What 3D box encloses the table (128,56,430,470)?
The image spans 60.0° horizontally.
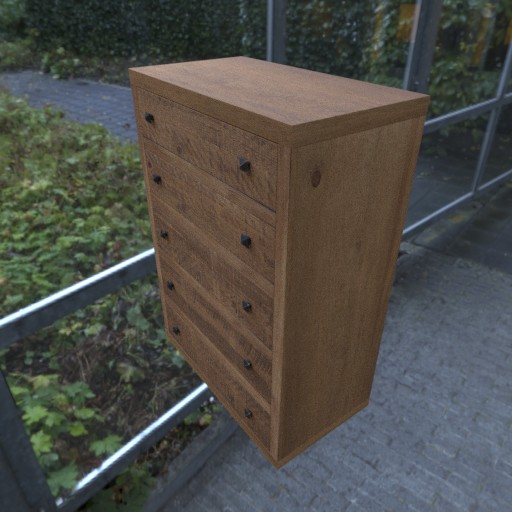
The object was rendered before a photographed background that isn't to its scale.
[{"bbox_3d":[0.000,0.000,1.731,0.524,1.294,0.901,-21,38,-30],"label":"table"}]
